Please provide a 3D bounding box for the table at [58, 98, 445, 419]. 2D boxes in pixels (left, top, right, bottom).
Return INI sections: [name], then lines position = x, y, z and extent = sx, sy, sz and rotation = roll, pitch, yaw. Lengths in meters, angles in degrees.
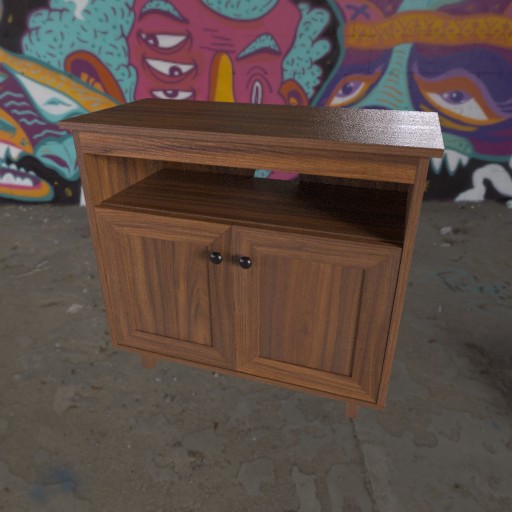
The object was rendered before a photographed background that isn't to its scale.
[table]
position = 0.000, 0.000, 1.193
extent = 0.802, 0.725, 0.390
rotation = 9, 29, 16
